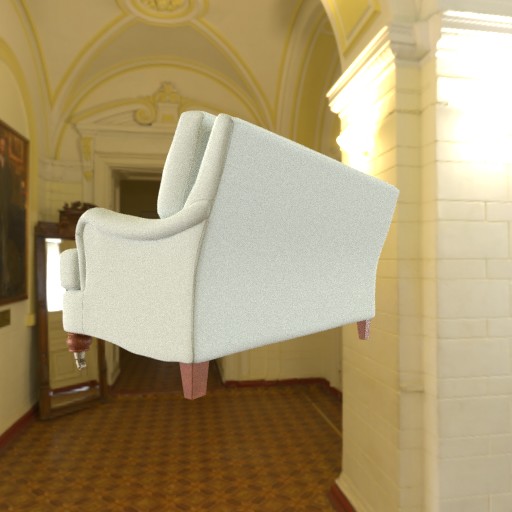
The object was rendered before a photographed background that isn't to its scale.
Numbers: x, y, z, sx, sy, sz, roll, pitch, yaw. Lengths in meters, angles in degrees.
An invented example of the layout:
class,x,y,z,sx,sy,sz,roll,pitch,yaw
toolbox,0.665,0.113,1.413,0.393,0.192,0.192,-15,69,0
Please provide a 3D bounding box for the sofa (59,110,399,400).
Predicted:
class,x,y,z,sx,sy,sz,roll,pitch,yaw
sofa,0.000,0.000,2.529,1.084,1.101,1.853,-1,-2,36
